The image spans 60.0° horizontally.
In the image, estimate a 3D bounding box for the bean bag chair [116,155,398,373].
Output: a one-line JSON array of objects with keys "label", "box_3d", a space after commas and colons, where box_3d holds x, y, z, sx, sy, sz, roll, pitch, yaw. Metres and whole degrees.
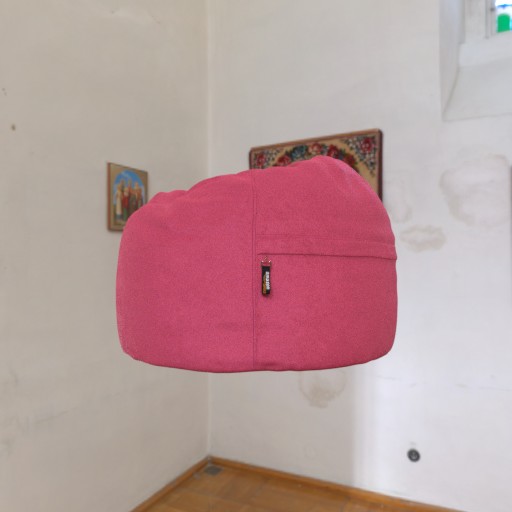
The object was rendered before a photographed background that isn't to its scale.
[{"label": "bean bag chair", "box_3d": [0.000, 0.000, 2.019, 1.218, 0.788, 1.218, 0, 0, 0]}]
